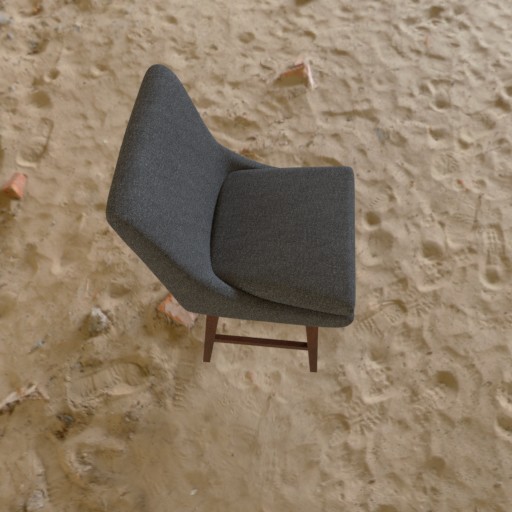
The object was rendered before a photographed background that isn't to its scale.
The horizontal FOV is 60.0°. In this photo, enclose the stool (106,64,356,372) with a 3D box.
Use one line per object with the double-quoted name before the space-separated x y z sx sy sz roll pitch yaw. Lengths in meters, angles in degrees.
"stool" 0.000 0.000 1.397 0.572 1.068 0.489 5 63 2
